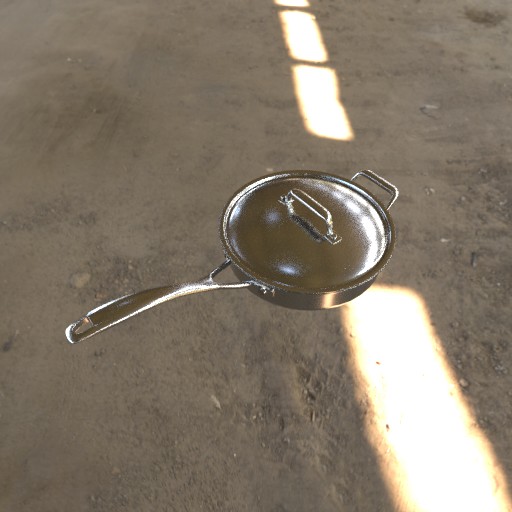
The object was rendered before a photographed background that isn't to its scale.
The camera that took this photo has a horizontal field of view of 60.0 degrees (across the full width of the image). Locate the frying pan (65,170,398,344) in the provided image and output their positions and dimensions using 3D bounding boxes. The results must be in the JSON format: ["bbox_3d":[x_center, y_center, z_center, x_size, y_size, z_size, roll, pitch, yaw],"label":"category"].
[{"bbox_3d":[0.000,0.000,0.668,0.561,0.114,0.280,-30,54,-24],"label":"frying pan"}]
